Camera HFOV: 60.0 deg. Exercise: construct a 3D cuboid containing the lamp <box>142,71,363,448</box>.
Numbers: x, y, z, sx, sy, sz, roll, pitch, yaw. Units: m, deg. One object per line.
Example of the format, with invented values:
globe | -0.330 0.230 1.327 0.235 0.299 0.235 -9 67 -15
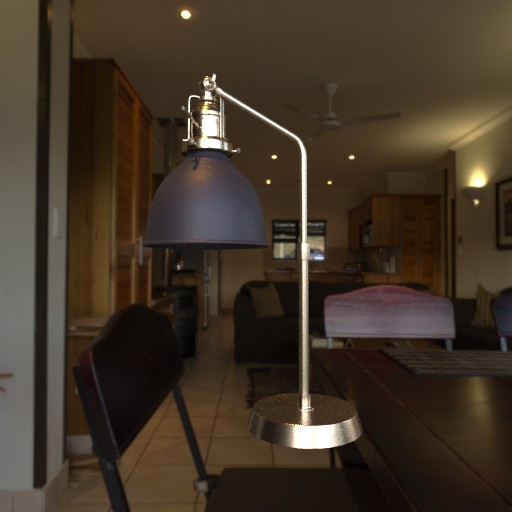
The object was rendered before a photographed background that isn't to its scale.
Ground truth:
lamp | 0.000 0.000 0.583 0.291 0.456 0.160 1 -2 -19
